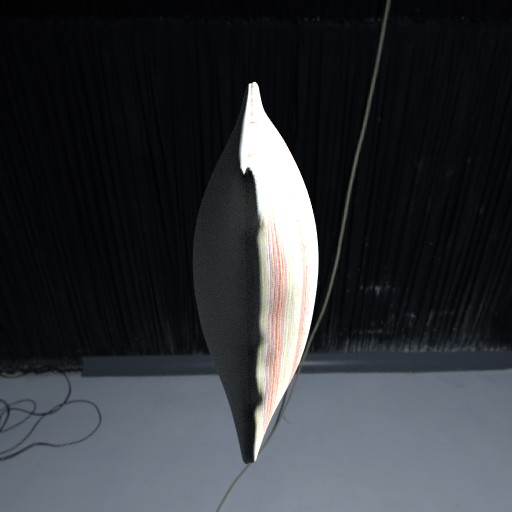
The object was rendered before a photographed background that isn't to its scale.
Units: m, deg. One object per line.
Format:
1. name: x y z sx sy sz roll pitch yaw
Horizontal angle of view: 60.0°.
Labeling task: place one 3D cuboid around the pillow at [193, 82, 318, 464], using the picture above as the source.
1. pillow: 0.000 0.000 0.697 0.191 0.449 0.451 0 31 0
